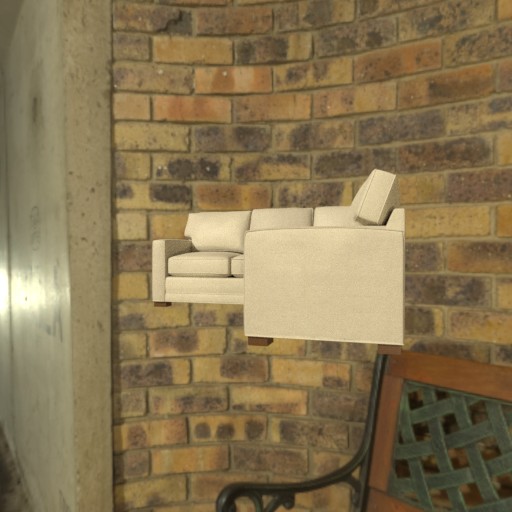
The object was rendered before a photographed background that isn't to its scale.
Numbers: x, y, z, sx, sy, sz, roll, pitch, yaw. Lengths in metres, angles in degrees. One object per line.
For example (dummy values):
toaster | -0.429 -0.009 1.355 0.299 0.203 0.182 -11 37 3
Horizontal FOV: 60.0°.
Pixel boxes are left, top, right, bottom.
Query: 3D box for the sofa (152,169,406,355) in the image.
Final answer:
sofa | 0.000 0.000 3.472 2.182 0.939 2.189 0 0 18
